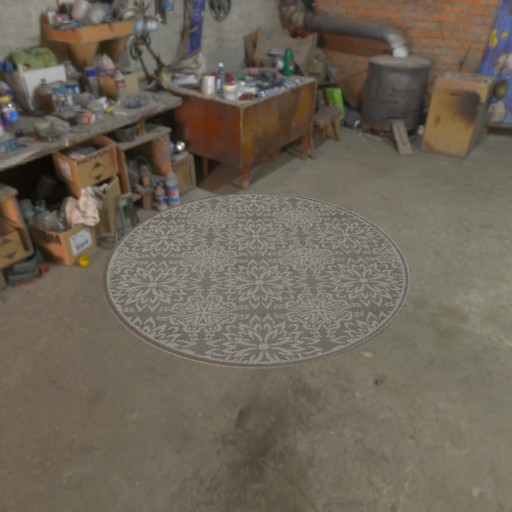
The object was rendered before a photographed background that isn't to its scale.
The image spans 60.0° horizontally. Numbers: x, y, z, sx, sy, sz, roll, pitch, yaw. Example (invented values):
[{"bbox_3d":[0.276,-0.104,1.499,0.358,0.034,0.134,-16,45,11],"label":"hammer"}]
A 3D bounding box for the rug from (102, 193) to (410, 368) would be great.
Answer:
[{"bbox_3d":[0.000,0.000,2.386,1.593,0.012,1.593,0,33,0],"label":"rug"}]
